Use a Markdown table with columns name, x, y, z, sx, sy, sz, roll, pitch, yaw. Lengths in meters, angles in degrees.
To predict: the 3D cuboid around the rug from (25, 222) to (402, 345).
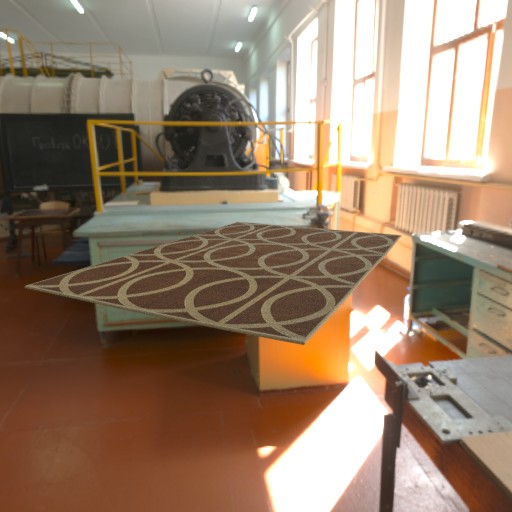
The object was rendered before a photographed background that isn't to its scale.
| name | x | y | z | sx | sy | sz | roll | pitch | yaw |
| --- | --- | --- | --- | --- | --- | --- | --- | --- | --- |
| rug | 0.000 | 0.000 | 2.919 | 1.526 | 0.014 | 2.290 | 7 | 15 | 25 |
